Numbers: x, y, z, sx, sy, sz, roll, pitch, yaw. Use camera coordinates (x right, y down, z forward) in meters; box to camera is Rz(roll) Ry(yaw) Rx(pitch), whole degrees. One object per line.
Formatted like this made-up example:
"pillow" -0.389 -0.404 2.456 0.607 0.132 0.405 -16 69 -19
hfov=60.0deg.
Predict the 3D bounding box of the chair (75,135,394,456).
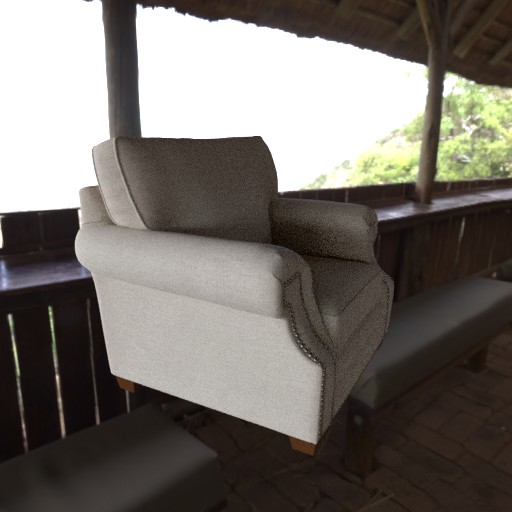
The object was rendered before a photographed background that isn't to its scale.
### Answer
"chair" 0.000 0.000 1.822 0.965 0.961 1.092 8 17 28
